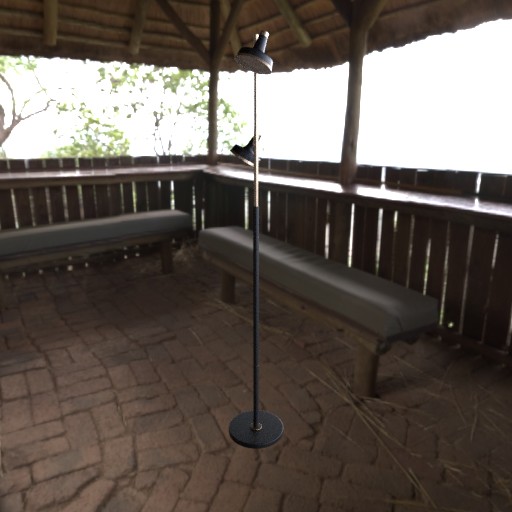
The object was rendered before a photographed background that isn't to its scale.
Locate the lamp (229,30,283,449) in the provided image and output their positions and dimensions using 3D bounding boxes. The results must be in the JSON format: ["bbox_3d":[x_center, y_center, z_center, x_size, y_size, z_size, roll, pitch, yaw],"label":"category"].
[{"bbox_3d":[0.000,0.000,1.836,0.253,1.674,0.351,-2,15,-7],"label":"lamp"}]
